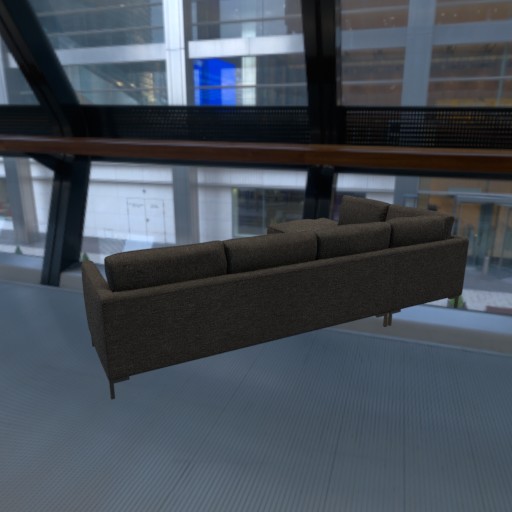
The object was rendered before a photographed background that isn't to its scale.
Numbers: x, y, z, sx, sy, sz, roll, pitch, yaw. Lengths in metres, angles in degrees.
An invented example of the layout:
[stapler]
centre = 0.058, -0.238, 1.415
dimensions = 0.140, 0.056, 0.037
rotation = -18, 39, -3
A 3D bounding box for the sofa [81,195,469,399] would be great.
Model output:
[sofa]
centre = 0.000, 0.000, 3.863
dimensions = 2.949, 0.815, 2.007
rotation = -8, 18, -27
